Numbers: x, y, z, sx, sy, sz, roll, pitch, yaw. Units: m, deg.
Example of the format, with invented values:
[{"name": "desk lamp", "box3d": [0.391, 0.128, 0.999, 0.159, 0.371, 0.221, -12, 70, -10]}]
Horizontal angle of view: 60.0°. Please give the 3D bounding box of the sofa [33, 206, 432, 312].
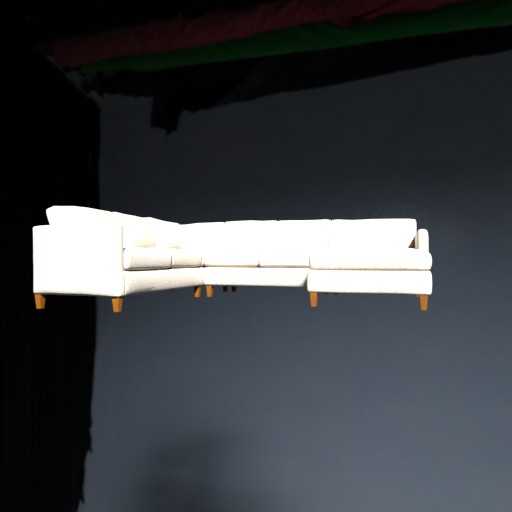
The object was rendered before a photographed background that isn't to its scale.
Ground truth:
[{"name": "sofa", "box3d": [0.000, 0.000, 4.670, 3.460, 0.961, 2.594, 0, 0, 18]}]
